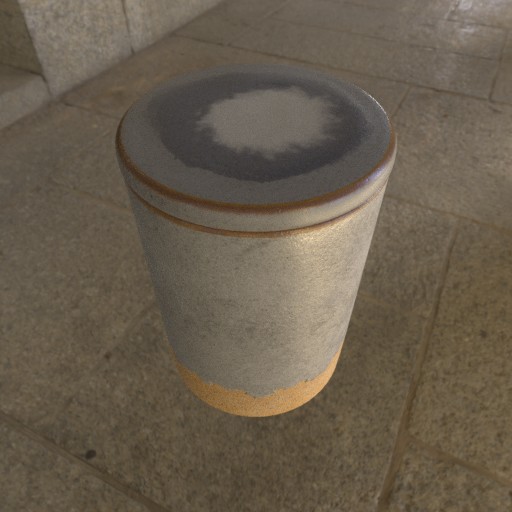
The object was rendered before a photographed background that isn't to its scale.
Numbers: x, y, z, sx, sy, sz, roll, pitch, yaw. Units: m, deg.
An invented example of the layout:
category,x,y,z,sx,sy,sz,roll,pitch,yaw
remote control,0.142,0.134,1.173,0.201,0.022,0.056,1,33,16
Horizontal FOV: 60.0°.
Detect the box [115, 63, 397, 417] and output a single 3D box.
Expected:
category,x,y,z,sx,sy,sz,roll,pitch,yaw
box,0.000,0.000,0.247,0.118,0.168,0.118,0,47,0
